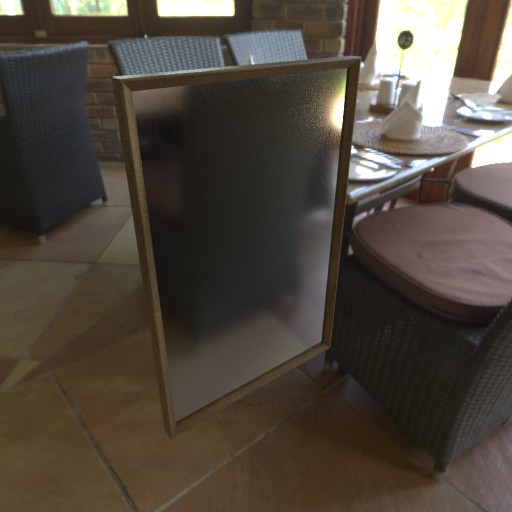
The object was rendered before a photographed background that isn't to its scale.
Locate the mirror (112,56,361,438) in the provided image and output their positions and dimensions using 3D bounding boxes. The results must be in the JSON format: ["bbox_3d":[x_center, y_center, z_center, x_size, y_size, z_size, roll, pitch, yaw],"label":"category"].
[{"bbox_3d":[0.000,0.000,1.150,0.609,0.915,0.041,-20,35,-32],"label":"mirror"}]
